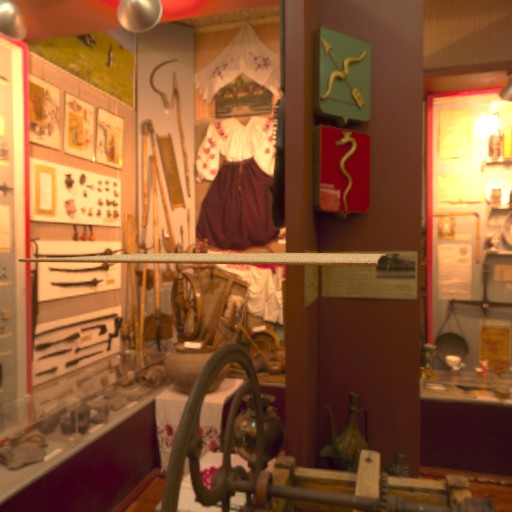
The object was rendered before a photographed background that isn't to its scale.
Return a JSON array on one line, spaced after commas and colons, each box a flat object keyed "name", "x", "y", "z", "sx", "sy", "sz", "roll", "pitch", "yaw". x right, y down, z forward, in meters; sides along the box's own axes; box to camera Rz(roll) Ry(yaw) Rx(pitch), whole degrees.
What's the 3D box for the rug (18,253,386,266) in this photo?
[{"name": "rug", "x": 0.000, "y": 0.000, "z": 2.883, "sx": 1.596, "sy": 0.030, "sz": 2.283, "roll": 0, "pitch": 1, "yaw": 17}]
